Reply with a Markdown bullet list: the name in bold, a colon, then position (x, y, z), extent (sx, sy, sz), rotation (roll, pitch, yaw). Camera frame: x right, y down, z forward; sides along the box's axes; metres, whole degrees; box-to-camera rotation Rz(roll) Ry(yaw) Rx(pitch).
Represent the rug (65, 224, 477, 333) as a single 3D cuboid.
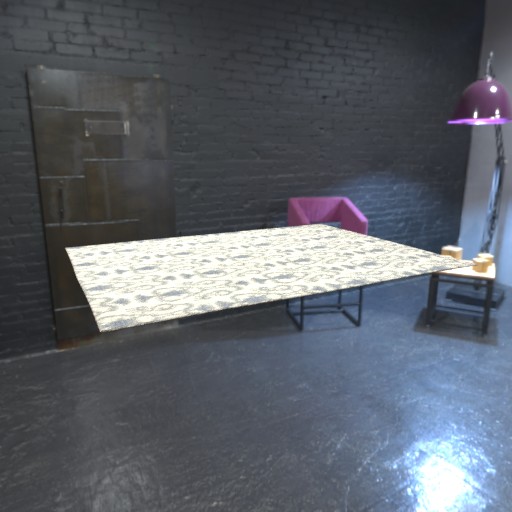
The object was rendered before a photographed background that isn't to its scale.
- **rug**: position (0.000, 0.000, 2.986), extent (2.261, 0.013, 1.676), rotation (-7, 15, -26)
